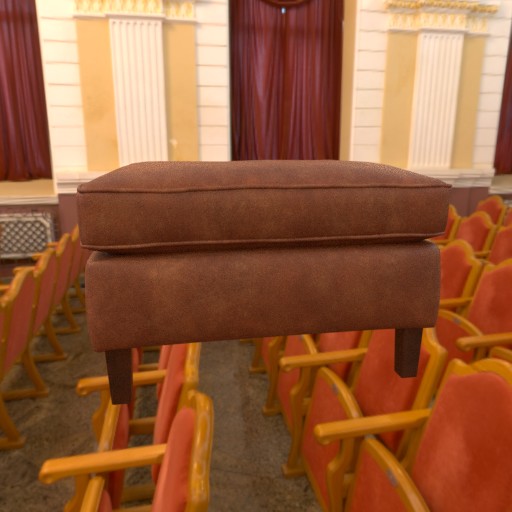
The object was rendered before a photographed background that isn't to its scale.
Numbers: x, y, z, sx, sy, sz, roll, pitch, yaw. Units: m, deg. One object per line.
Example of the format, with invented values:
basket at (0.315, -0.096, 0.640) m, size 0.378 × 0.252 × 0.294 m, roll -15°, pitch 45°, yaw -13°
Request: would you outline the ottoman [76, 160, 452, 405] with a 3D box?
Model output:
ottoman at (0.000, 0.000, 0.996) m, size 0.665 × 0.418 × 0.501 m, roll -2°, pitch 14°, yaw -9°
